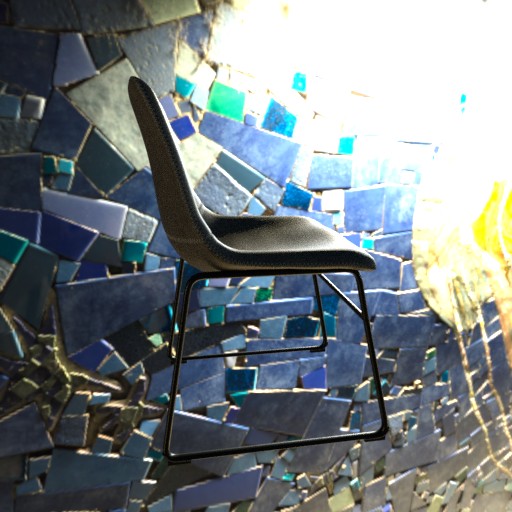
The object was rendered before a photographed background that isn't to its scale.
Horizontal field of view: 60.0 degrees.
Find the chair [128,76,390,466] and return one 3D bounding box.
[{"bbox_3d":[0.000,0.000,1.087,0.550,0.780,0.460,-3,16,-9],"label":"chair"}]
